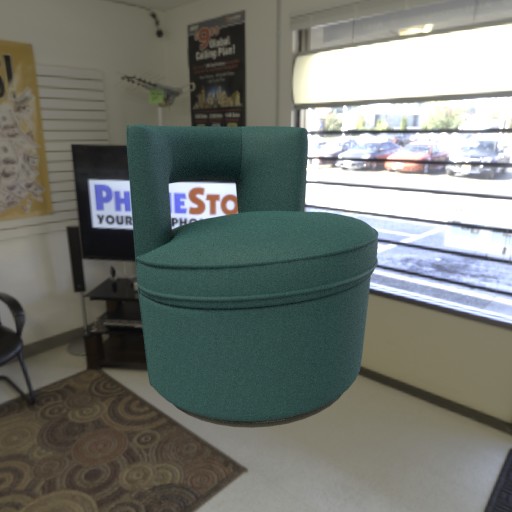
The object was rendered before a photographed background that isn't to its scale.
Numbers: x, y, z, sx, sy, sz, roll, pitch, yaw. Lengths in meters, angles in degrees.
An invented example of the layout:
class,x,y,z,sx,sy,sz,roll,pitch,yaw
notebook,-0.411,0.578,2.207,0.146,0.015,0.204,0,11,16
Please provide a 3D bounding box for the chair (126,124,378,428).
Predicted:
class,x,y,z,sx,sy,sz,roll,pitch,yaw
chair,0.000,0.000,1.250,0.684,0.711,0.660,-15,21,-43
